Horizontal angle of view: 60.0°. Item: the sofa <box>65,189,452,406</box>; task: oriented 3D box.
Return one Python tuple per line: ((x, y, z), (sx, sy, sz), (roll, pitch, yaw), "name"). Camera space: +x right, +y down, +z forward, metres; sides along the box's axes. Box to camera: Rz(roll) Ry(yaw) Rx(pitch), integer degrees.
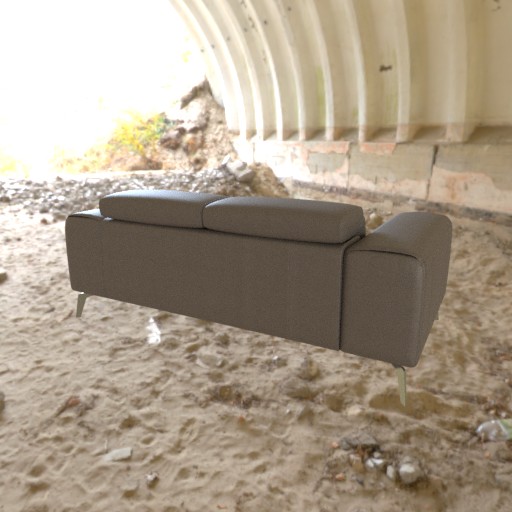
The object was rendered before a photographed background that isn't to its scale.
((0.000, 0.000, 2.496), (1.930, 0.753, 1.024), (8, 17, 28), "sofa")
